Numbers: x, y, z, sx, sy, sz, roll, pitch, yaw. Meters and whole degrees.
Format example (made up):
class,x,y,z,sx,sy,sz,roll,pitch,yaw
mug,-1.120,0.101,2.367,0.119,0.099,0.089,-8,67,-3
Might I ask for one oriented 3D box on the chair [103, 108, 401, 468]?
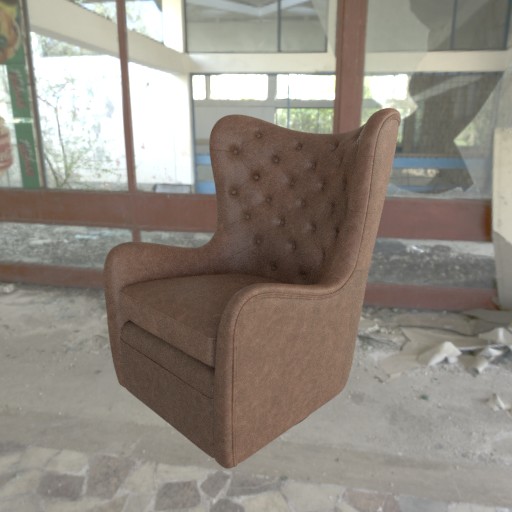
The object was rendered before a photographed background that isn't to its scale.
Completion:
class,x,y,z,sx,sy,sz,roll,pitch,yaw
chair,0.000,0.000,1.716,0.930,1.079,0.831,-15,21,-42
